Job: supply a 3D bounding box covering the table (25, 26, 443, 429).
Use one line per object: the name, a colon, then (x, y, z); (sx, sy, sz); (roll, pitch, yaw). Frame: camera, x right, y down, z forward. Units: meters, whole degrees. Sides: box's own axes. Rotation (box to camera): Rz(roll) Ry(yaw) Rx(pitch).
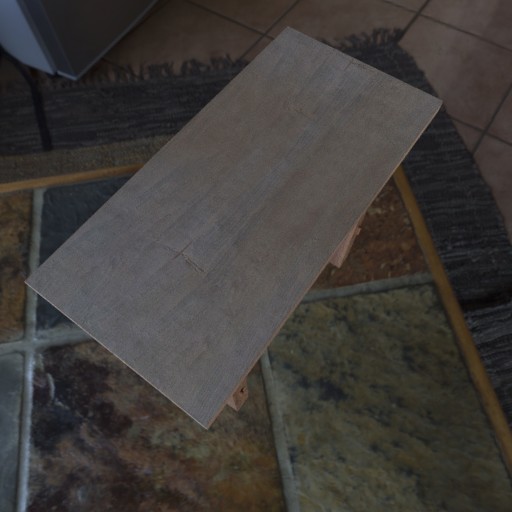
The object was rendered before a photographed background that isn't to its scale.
table: (0.000, 0.000, 1.595); (0.556, 0.914, 1.119); (33, 69, 15)
